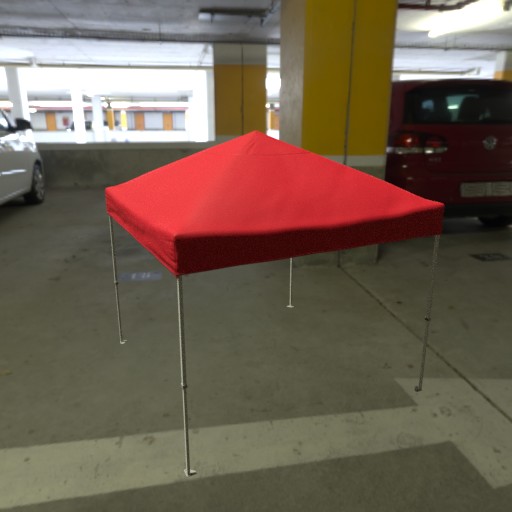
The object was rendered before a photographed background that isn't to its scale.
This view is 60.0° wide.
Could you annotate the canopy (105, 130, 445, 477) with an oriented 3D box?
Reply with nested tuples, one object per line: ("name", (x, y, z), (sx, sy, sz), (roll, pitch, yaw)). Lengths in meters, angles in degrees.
("canopy", (0.000, 0.000, 5.502), (2.996, 2.997, 2.998), (-8, 18, -27))
